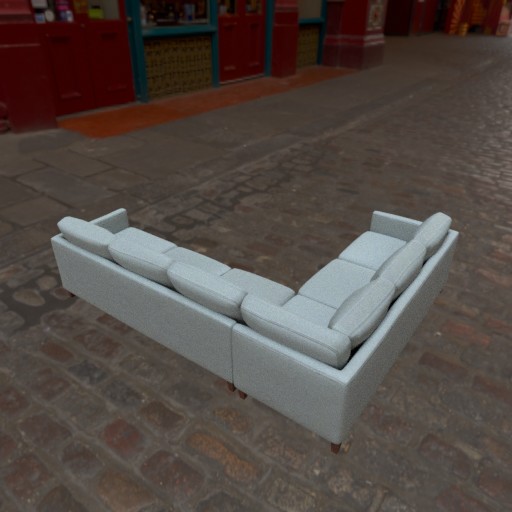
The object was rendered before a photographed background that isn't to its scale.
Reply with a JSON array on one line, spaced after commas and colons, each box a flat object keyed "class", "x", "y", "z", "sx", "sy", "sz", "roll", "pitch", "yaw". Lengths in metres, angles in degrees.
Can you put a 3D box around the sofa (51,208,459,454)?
[{"class": "sofa", "x": 0.000, "y": 0.000, "z": 4.572, "sx": 3.301, "sy": 0.947, "sz": 2.592, "roll": 20, "pitch": 36, "yaw": 31}]
